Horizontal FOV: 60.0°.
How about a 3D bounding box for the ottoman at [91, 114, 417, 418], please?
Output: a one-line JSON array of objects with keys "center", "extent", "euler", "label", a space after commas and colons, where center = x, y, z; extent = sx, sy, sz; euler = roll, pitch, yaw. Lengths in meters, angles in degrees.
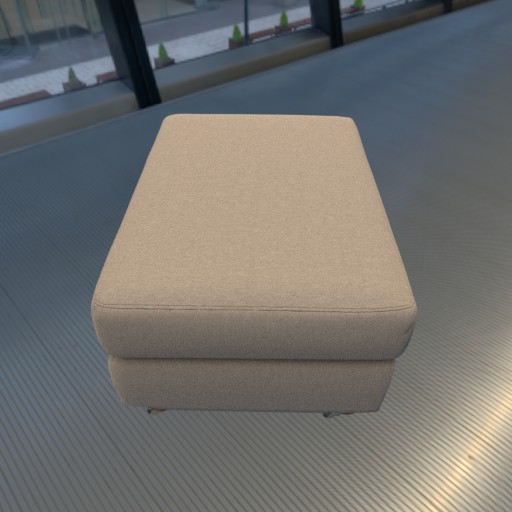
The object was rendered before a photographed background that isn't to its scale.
[{"center": [0.000, 0.000, 1.134], "extent": [0.574, 0.497, 0.773], "euler": [1, 42, 1], "label": "ottoman"}]
